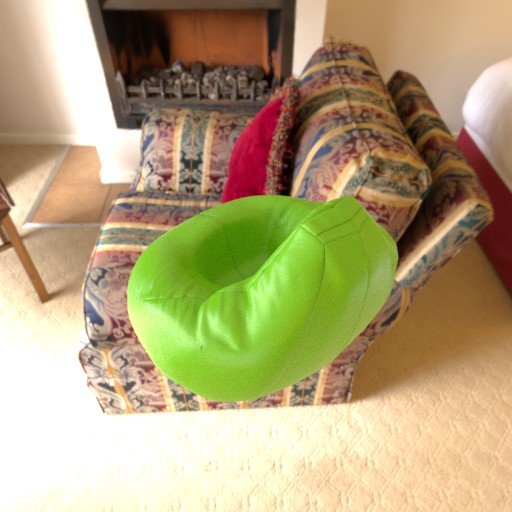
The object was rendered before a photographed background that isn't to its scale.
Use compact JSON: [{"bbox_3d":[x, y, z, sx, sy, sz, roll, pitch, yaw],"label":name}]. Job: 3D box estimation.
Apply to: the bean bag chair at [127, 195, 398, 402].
[{"bbox_3d":[0.000,0.000,1.834,1.070,0.990,1.070,-30,53,-26],"label":"bean bag chair"}]
